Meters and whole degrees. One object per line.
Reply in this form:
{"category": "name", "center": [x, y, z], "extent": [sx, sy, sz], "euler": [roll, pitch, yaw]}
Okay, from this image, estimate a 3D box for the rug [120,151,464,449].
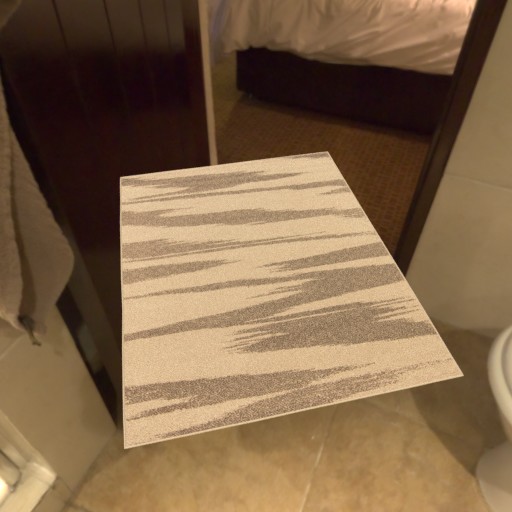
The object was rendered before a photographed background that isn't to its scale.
{"category": "rug", "center": [0.000, 0.000, 3.943], "extent": [2.353, 0.014, 2.945], "euler": [-9, 46, -9]}
